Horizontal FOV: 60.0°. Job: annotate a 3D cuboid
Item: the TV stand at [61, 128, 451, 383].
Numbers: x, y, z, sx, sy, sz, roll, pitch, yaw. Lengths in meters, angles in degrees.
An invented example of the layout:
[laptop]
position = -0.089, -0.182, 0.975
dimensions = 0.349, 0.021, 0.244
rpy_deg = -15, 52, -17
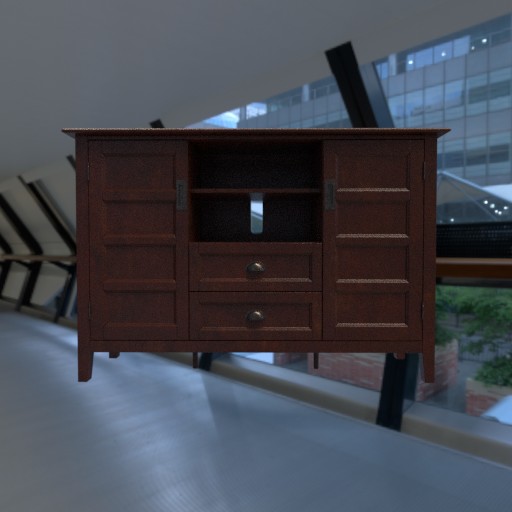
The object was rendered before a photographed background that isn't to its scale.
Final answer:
[TV stand]
position = 0.000, 0.000, 1.793
dimensions = 1.372, 0.915, 0.445
rpy_deg = 0, 2, 1
